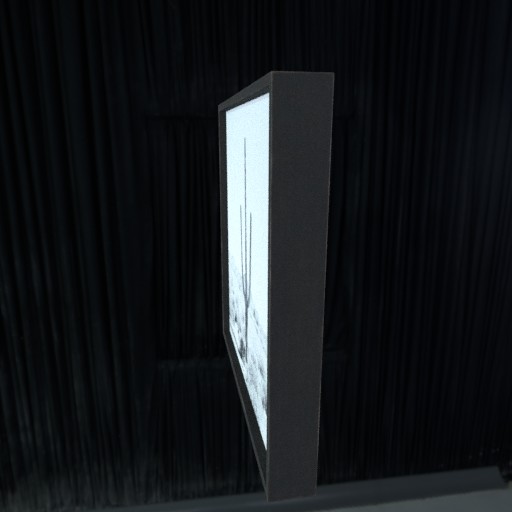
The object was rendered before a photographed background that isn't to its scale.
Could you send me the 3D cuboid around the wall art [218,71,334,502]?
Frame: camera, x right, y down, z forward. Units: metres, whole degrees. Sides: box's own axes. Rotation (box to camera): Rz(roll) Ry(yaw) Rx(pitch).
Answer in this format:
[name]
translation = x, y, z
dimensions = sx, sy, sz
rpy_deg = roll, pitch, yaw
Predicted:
[wall art]
translation = 0.000, 0.000, 0.444
dimensions = 0.038, 0.305, 0.305
rpy_deg = -3, 15, -10
